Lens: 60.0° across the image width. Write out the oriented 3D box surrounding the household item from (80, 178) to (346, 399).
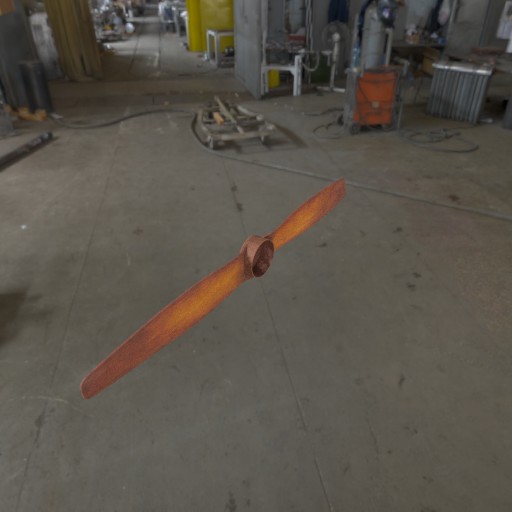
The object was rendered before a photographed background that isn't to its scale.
[{"bbox_3d":[0.000,0.000,1.262,0.051,0.121,1.181,20,38,29],"label":"household item"}]
